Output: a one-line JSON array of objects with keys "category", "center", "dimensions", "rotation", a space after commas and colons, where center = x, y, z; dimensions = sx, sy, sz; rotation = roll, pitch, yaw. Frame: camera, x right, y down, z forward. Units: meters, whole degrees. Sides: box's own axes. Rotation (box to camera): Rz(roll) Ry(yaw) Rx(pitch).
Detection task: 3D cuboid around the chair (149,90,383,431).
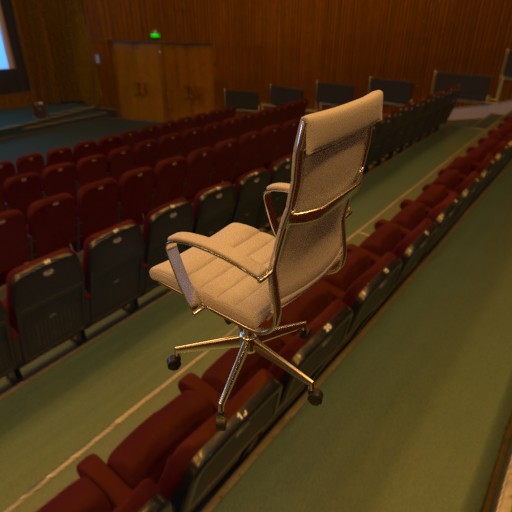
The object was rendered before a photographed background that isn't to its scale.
[{"category": "chair", "center": [0.000, 0.000, 1.612], "dimensions": [0.667, 1.149, 0.679], "rotation": [20, 36, 31]}]
